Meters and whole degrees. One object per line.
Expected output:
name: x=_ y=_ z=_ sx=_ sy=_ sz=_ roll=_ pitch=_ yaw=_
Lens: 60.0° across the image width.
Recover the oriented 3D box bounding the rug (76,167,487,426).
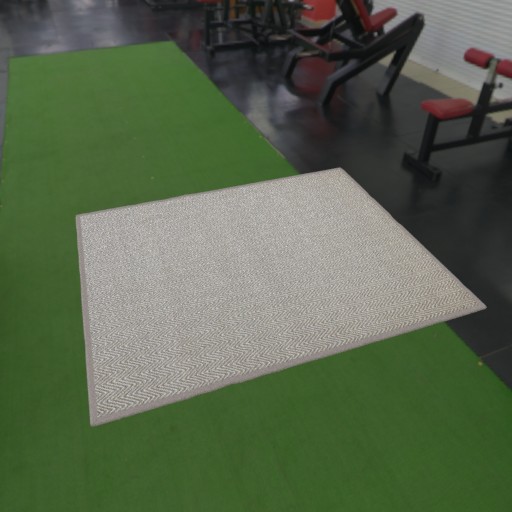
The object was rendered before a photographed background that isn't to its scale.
rug: x=0.000 y=0.000 z=3.982 sx=3.007 sy=0.032 sz=2.434 roll=-13 pitch=41 yaw=-15
